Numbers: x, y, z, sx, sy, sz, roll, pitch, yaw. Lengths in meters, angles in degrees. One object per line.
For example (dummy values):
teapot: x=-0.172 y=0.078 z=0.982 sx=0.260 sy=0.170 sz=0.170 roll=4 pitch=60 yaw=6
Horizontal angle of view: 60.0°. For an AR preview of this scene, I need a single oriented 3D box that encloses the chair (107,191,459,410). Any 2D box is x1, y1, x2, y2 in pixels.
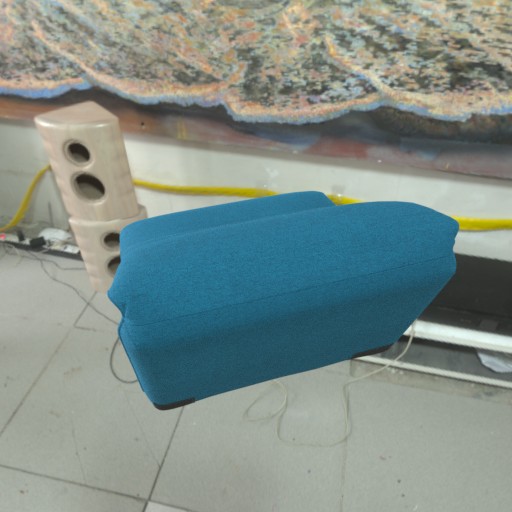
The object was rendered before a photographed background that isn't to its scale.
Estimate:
chair: x=0.000 y=0.000 z=1.348 sx=0.820 sy=0.580 sz=0.780 roll=-12 pitch=43 yaw=-13
